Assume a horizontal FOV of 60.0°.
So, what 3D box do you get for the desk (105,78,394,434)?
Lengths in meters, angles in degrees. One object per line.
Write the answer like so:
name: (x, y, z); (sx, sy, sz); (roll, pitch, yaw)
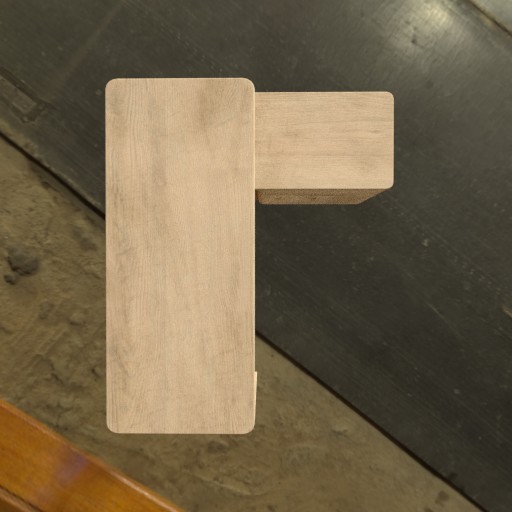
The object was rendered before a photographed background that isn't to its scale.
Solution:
desk: (0.000, 0.000, 2.123); (1.175, 0.770, 1.400); (0, 91, 1)
